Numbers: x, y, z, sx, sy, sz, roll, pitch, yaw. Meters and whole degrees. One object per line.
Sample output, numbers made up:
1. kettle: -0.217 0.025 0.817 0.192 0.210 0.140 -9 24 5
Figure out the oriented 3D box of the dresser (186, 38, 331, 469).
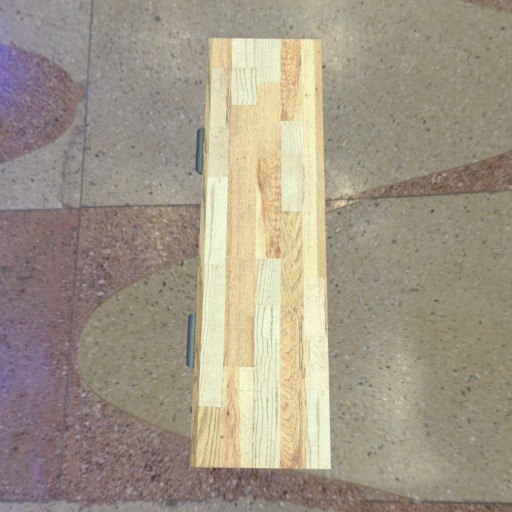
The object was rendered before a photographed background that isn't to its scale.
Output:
1. dresser: 0.000 0.000 1.960 0.487 0.834 1.547 1 77 0
